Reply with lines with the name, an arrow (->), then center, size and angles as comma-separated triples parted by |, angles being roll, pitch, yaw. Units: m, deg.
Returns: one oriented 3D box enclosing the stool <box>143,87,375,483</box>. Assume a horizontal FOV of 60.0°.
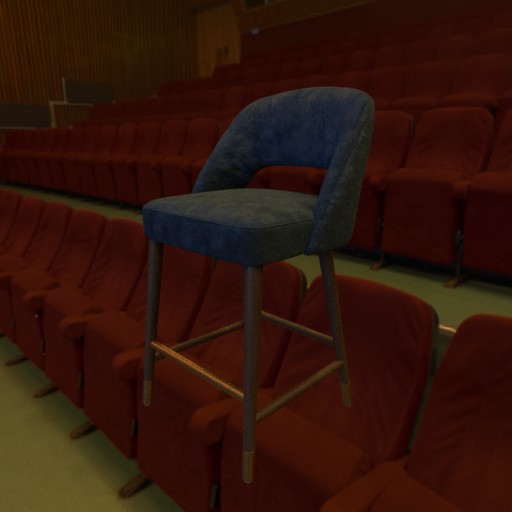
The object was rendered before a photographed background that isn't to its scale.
stool -> 0.000, 0.000, 1.251 | 0.536, 0.925, 0.524 | 15, 21, 43
